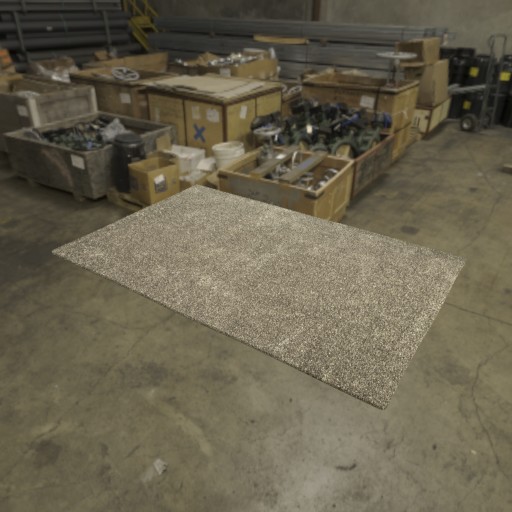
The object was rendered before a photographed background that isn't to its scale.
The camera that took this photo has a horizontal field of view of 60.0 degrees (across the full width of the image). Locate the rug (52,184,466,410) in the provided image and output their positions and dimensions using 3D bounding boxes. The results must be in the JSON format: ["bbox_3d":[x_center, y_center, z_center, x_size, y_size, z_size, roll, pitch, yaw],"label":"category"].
[{"bbox_3d":[0.000,0.000,2.967,2.350,0.025,1.502,19,35,29],"label":"rug"}]
